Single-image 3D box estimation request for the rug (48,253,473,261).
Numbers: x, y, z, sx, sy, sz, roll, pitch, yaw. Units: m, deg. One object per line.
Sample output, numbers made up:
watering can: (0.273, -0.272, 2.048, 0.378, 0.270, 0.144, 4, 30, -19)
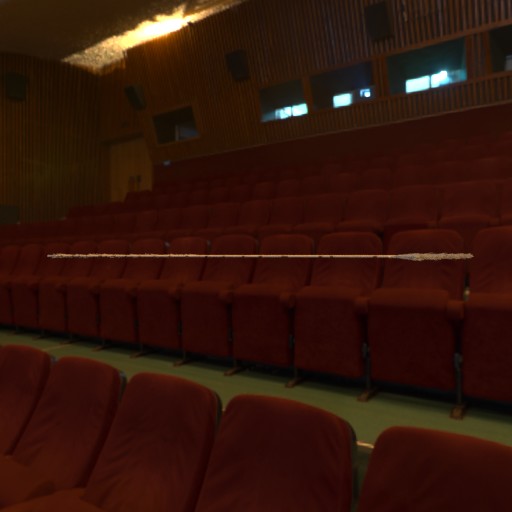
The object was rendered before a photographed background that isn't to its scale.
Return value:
rug: (0.000, 0.000, 2.435, 2.023, 0.028, 1.224, 0, 0, 33)
